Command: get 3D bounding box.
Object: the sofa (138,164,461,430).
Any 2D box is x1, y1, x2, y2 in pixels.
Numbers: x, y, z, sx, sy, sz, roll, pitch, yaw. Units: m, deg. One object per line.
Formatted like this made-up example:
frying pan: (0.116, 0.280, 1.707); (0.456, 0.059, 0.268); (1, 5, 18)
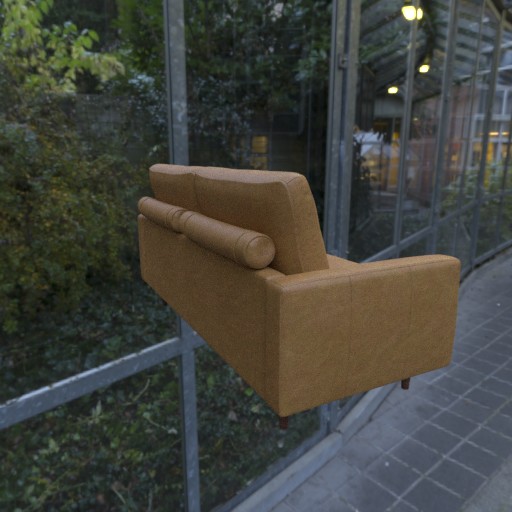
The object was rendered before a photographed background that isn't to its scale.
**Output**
sofa: (0.000, 0.000, 2.252); (0.850, 0.898, 1.821); (-7, 15, -27)
